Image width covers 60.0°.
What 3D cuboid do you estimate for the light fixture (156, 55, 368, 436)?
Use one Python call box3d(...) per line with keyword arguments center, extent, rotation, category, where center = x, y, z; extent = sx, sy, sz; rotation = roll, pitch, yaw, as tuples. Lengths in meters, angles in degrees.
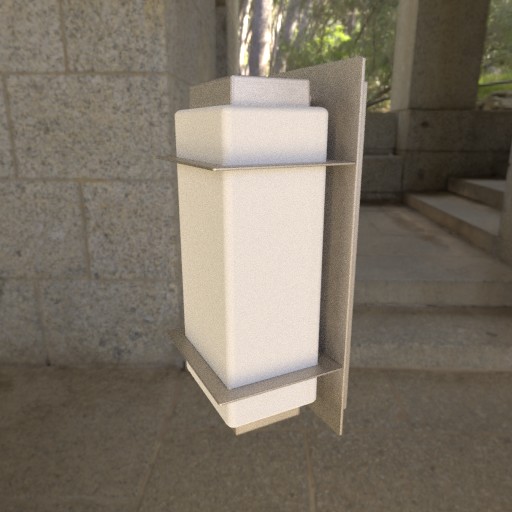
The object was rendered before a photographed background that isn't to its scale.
box3d(center=(0.000, 0.000, 0.473), extent=(0.160, 0.380, 0.168), rotation=(-8, 18, -26), category="light fixture")
